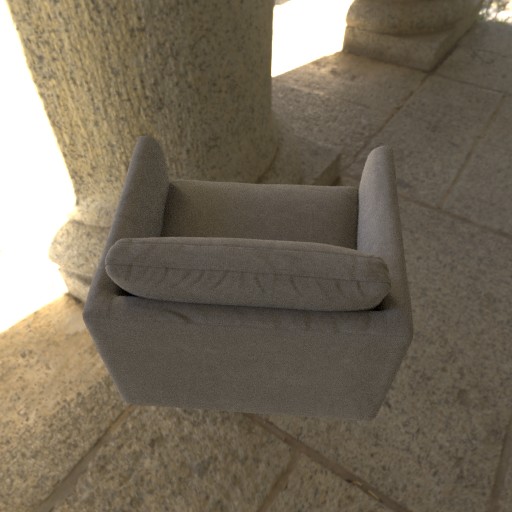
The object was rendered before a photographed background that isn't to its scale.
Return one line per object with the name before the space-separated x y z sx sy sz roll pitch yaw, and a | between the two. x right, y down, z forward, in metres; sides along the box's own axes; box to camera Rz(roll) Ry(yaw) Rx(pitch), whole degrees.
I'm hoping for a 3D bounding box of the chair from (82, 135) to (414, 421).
chair | 0.000 0.000 1.897 1.190 0.845 1.091 3 47 3
